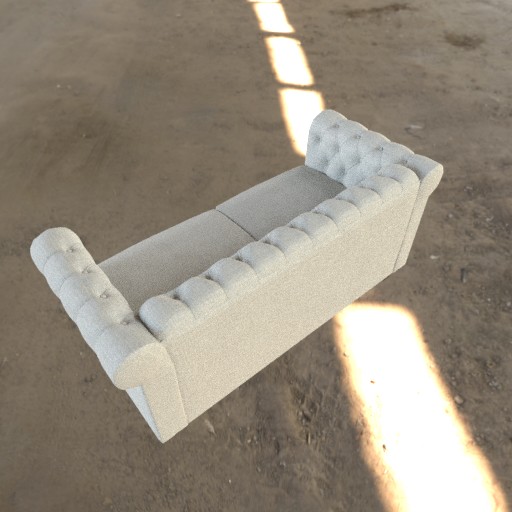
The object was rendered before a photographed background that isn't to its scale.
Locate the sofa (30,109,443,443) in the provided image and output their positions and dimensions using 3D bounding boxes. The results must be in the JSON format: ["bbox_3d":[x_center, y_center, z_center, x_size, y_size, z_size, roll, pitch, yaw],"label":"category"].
[{"bbox_3d":[0.000,0.000,2.229,1.798,0.797,0.783,-30,52,-27],"label":"sofa"}]
